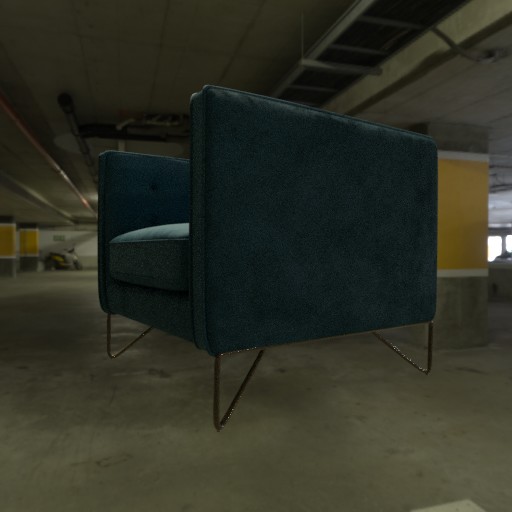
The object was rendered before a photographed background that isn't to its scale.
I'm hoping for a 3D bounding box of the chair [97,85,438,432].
[{"bbox_3d":[0.000,0.000,1.566,0.894,0.790,0.880,-1,1,-35],"label":"chair"}]
